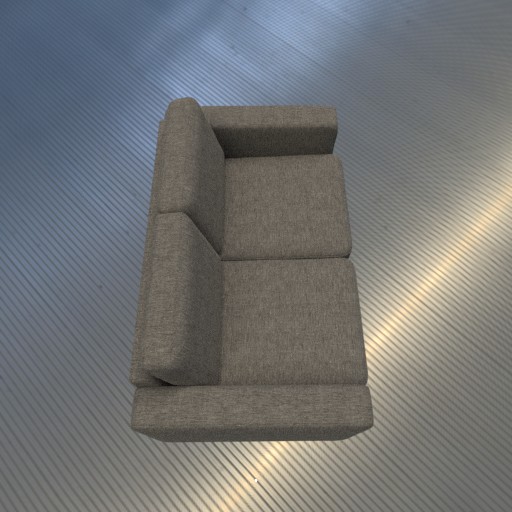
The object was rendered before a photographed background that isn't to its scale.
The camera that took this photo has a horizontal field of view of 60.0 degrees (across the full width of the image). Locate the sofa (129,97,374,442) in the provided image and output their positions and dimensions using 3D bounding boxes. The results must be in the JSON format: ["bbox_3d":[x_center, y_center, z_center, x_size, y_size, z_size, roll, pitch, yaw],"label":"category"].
[{"bbox_3d":[0.000,0.000,2.005,0.900,0.800,1.520,0,63,0],"label":"sofa"}]
